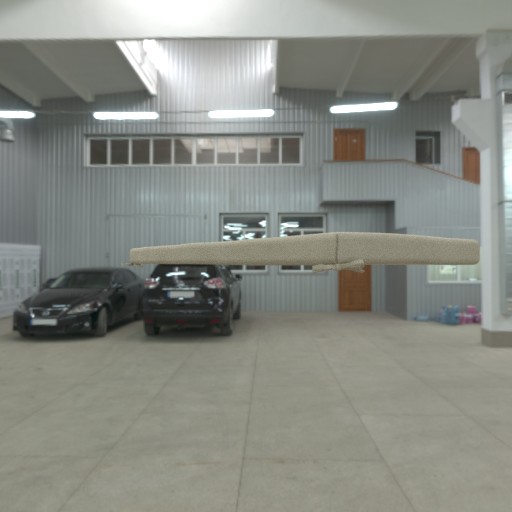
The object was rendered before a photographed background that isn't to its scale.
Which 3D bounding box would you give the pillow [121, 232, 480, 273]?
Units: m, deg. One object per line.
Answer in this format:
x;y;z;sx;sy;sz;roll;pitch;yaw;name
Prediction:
0.000;0.000;1.357;0.492;0.081;1.187;1;-1;-34;pillow
